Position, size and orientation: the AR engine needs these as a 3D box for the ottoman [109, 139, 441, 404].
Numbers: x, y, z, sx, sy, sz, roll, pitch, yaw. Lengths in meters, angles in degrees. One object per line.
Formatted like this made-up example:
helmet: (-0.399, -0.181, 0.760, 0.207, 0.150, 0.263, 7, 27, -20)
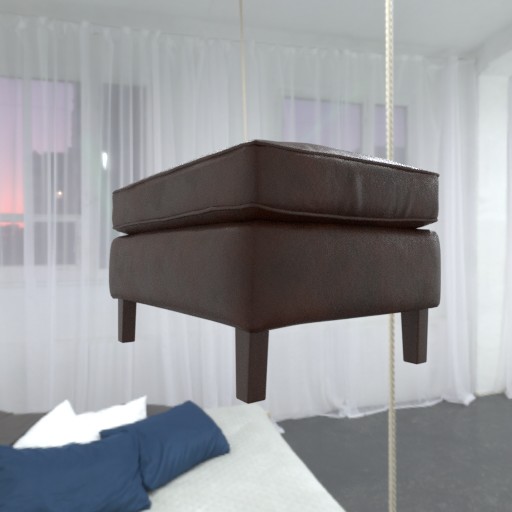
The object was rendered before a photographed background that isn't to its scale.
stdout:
ottoman: (0.000, 0.000, 1.007, 0.501, 0.432, 0.665, 0, 0, -35)
